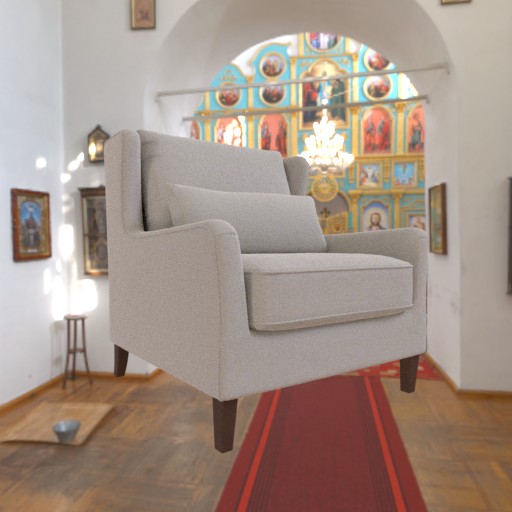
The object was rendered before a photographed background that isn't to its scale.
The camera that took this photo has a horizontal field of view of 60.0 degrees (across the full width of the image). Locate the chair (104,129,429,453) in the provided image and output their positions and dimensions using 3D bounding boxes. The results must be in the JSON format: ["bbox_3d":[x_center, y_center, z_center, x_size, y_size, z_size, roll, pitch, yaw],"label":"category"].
[{"bbox_3d":[0.000,0.000,1.822,0.982,1.056,1.040,-1,2,-36],"label":"chair"}]
